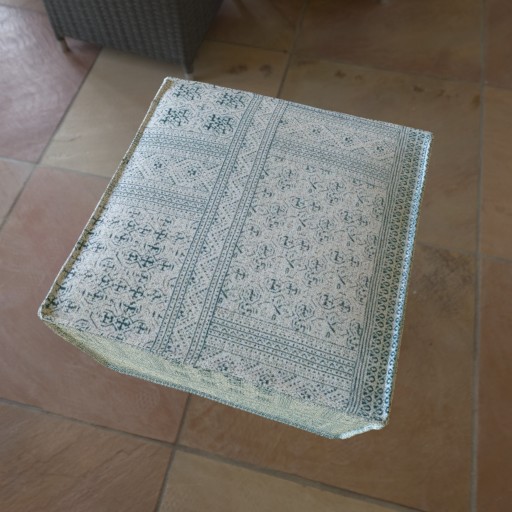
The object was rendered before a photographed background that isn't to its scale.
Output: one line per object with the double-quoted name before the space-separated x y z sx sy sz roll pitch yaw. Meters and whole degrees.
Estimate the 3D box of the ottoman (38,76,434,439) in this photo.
"ottoman" 0.000 0.000 1.015 0.617 0.439 0.626 15 65 7
